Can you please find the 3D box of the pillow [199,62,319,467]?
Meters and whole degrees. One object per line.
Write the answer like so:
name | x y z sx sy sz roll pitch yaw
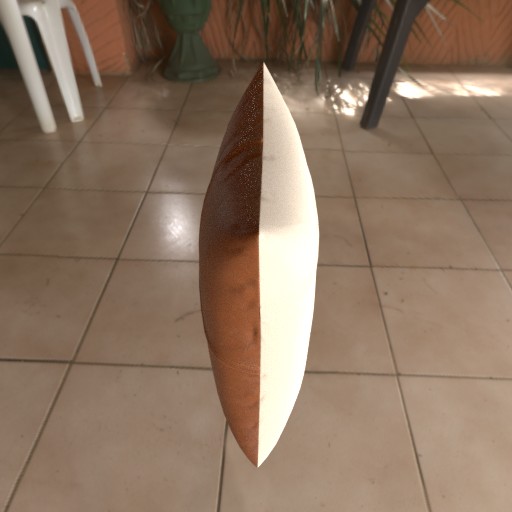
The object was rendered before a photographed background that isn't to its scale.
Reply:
pillow | 0.000 0.000 0.745 0.192 0.477 0.501 1 40 1
